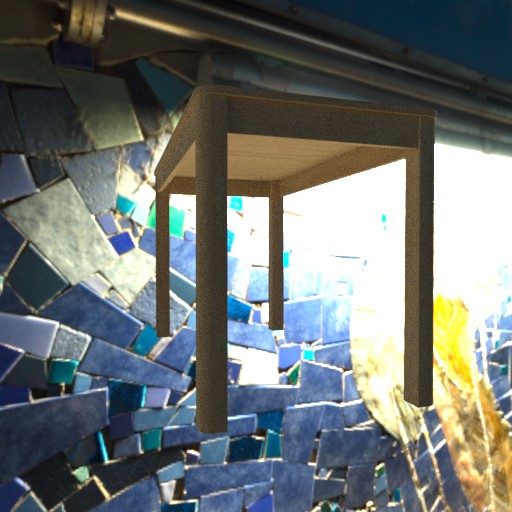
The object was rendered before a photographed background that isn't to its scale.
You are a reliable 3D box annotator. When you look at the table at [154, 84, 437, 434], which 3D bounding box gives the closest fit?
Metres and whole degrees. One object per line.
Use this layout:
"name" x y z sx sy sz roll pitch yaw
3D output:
"table" 0.000 0.000 1.902 0.750 0.900 1.400 0 1 -18
